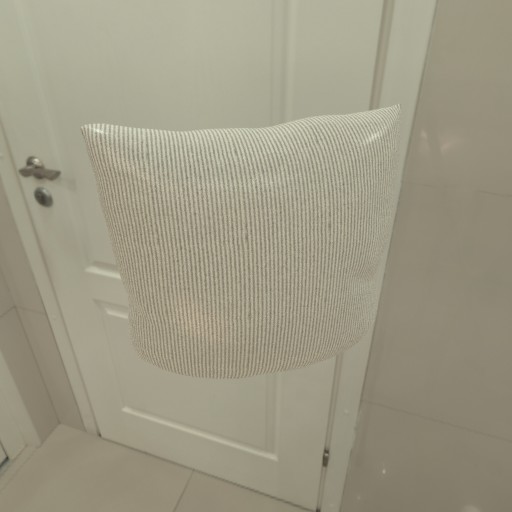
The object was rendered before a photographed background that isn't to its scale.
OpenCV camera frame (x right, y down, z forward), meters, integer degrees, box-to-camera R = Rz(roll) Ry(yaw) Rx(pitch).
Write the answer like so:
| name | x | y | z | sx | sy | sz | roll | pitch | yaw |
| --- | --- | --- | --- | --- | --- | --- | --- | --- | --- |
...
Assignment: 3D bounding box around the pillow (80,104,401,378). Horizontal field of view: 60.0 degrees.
| name | x | y | z | sx | sy | sz | roll | pitch | yaw |
| --- | --- | --- | --- | --- | --- | --- | --- | --- | --- |
| pillow | 0.000 | 0.000 | 0.692 | 0.387 | 0.432 | 0.310 | 11 | 35 | 16 |
